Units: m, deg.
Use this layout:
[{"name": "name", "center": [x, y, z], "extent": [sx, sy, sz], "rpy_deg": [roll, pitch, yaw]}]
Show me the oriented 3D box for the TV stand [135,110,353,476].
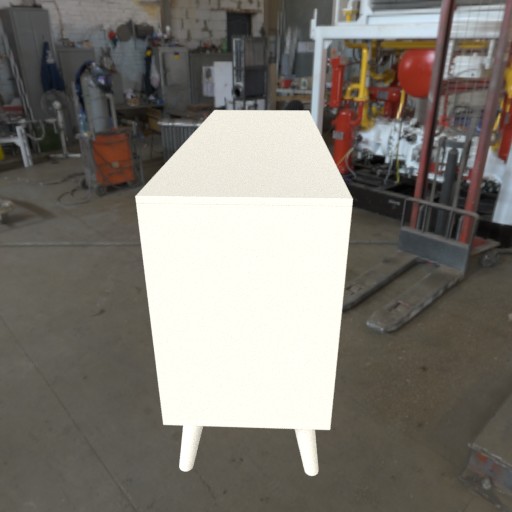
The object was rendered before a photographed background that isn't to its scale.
[{"name": "TV stand", "center": [0.000, 0.000, 1.536], "extent": [0.406, 0.812, 1.193], "rpy_deg": [1, 26, 2]}]
